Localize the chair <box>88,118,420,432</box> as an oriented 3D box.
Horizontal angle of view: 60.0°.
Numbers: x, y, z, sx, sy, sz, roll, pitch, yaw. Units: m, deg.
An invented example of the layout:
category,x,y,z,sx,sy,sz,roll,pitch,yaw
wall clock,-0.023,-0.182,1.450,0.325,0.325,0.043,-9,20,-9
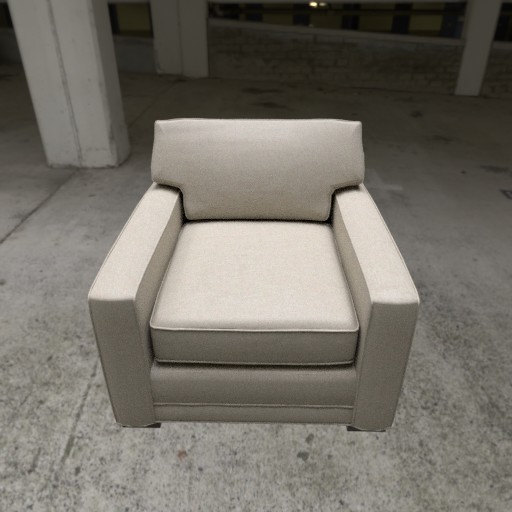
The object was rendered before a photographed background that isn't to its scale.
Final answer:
category,x,y,z,sx,sy,sz,roll,pitch,yaw
chair,0.000,0.000,1.801,0.998,0.913,1.043,1,31,1
